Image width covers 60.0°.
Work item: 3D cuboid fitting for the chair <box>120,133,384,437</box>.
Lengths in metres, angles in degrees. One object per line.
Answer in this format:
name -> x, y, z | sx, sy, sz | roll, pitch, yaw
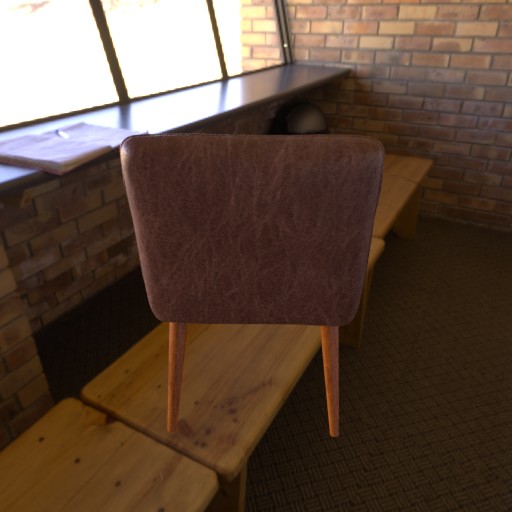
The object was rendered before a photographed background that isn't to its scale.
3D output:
chair -> 0.000, 0.000, 1.231 | 0.543, 0.803, 0.645 | -1, 29, -2
